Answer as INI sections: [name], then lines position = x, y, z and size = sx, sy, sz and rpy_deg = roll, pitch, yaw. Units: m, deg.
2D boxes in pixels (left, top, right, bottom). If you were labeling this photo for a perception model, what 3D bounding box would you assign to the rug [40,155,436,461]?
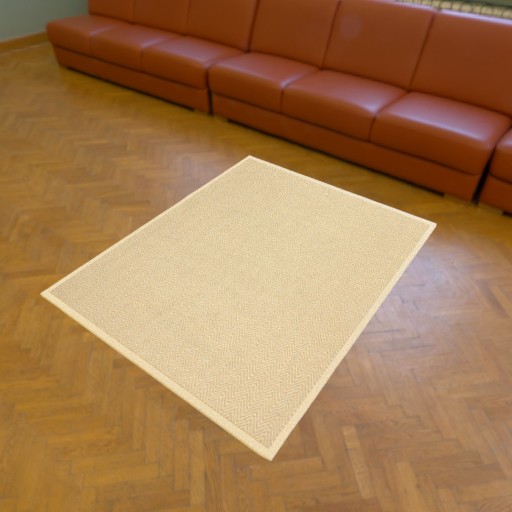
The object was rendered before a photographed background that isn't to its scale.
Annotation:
[rug]
position = 0.000, 0.000, 4.185
size = 2.423, 0.019, 3.009
rpy_deg = 26, 48, 26
